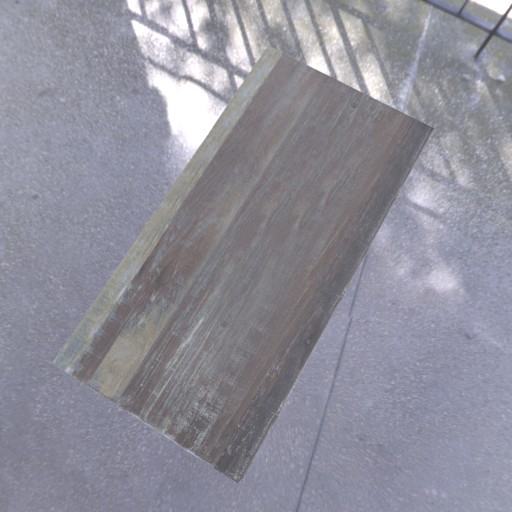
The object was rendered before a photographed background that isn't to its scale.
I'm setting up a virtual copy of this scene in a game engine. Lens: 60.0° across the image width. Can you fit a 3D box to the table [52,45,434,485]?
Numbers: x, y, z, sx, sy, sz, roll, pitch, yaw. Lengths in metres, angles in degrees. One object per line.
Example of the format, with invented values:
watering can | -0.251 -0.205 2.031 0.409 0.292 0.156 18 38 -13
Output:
table | 0.000 0.000 1.390 0.554 0.399 1.088 30 78 7
